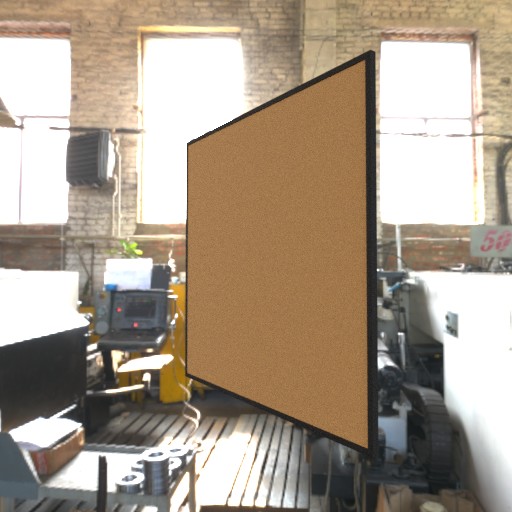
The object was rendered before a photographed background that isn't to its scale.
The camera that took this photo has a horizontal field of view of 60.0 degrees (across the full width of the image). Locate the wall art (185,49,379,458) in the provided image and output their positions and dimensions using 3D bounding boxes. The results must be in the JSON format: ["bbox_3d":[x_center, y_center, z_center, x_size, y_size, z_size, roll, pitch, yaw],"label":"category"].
[{"bbox_3d":[0.000,0.000,0.992,0.015,0.663,0.664,1,-2,-36],"label":"wall art"}]
